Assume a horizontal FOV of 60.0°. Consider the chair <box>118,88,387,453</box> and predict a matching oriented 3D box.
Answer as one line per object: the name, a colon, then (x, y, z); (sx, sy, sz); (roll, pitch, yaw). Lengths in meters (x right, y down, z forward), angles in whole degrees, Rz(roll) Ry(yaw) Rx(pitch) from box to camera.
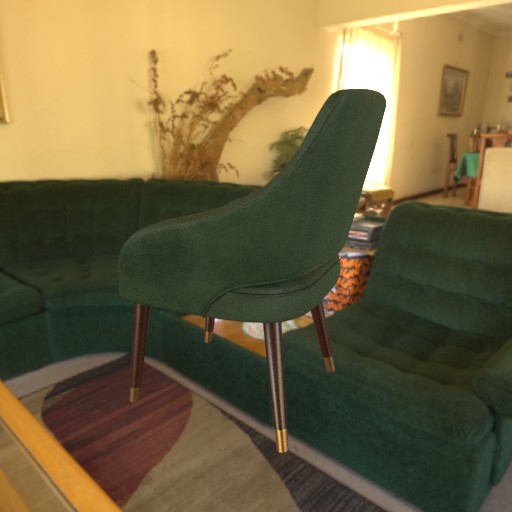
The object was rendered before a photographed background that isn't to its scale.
chair: (0.000, 0.000, 1.578); (0.794, 1.081, 0.683); (8, 18, 25)
